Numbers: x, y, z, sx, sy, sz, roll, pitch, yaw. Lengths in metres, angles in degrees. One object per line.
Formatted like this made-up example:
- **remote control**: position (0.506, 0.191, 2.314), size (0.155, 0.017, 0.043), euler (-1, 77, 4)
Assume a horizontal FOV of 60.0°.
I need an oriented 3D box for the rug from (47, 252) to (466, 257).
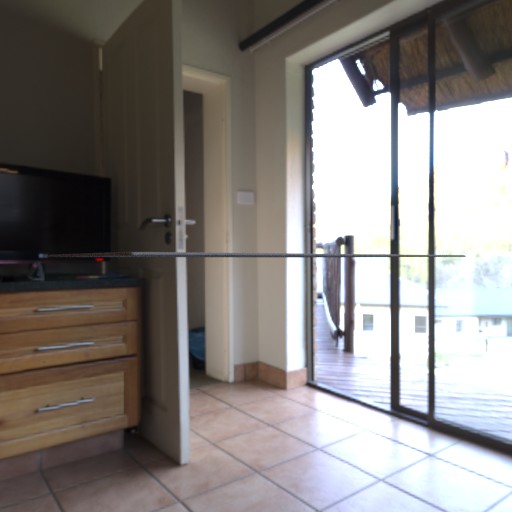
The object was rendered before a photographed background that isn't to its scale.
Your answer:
- **rug**: position (0.000, 0.000, 2.738), size (2.115, 0.013, 1.517), euler (0, 0, -35)
